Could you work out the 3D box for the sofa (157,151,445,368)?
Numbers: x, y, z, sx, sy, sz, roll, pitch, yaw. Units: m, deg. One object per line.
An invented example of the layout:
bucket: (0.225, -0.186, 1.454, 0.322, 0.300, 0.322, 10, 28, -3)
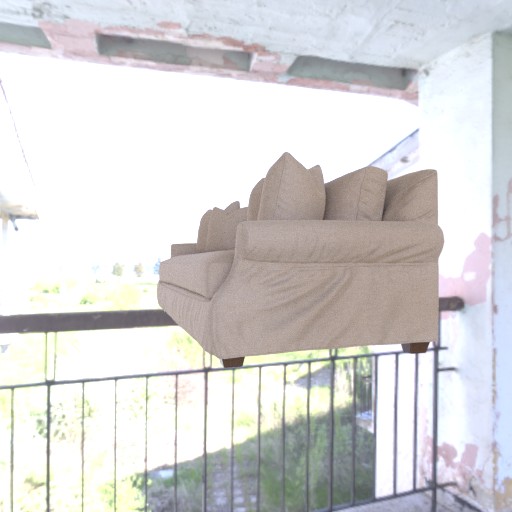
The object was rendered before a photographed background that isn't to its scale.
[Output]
sofa: (0.000, 0.000, 2.851, 1.067, 0.904, 2.285, 0, -1, -18)
